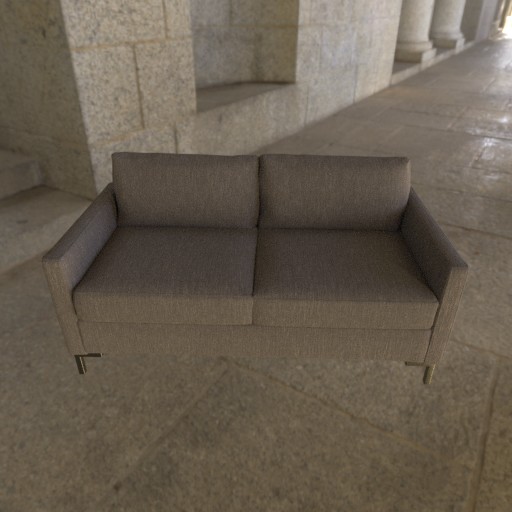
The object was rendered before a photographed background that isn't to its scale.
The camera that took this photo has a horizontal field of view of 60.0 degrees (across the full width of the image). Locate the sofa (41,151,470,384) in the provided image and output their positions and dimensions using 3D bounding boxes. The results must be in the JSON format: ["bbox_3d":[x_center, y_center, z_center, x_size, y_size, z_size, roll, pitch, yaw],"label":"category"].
[{"bbox_3d":[0.000,0.000,2.148,1.682,0.840,0.875,1,31,2],"label":"sofa"}]
